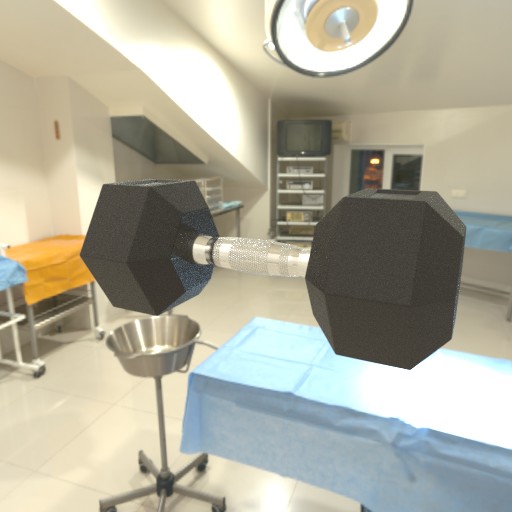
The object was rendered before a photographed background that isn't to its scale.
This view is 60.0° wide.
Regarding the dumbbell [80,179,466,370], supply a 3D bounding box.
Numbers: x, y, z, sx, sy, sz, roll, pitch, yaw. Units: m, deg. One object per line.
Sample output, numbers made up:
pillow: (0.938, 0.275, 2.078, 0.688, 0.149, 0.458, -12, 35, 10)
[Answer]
dumbbell: (0.000, 0.000, 0.401, 0.337, 0.123, 0.142, 7, 16, 26)
